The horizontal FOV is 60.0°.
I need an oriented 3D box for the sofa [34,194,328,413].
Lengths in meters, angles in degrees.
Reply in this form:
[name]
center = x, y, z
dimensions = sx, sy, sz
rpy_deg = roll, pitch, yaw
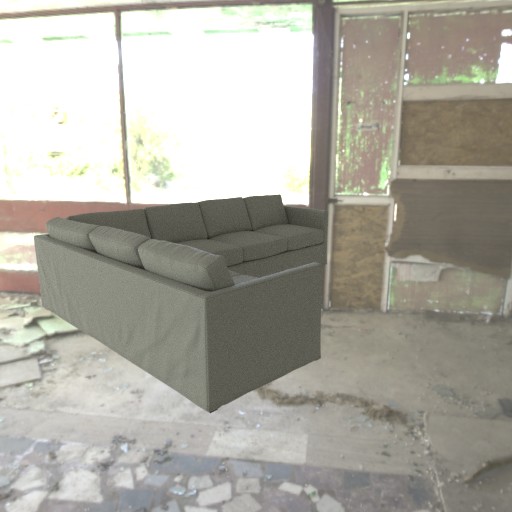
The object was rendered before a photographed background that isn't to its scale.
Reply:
[sofa]
center = 0.000, 0.000, 4.240
dimensions = 2.432, 0.871, 3.182
rpy_deg = 13, 19, 43
